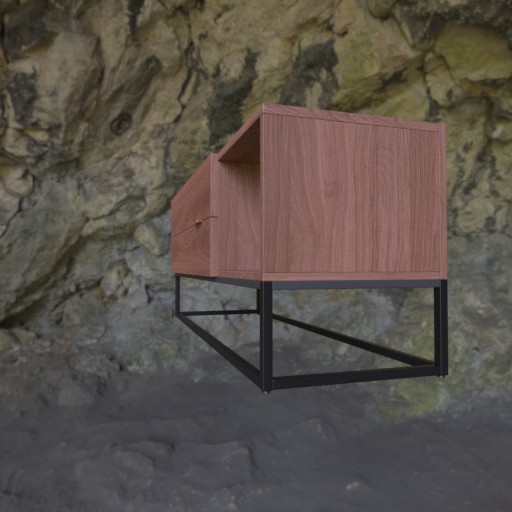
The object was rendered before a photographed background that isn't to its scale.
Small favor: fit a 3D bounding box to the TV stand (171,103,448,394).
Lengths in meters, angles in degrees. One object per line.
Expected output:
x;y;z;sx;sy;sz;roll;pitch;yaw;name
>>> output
0.000;0.000;1.383;0.415;0.500;1.200;0;-1;-17;TV stand
